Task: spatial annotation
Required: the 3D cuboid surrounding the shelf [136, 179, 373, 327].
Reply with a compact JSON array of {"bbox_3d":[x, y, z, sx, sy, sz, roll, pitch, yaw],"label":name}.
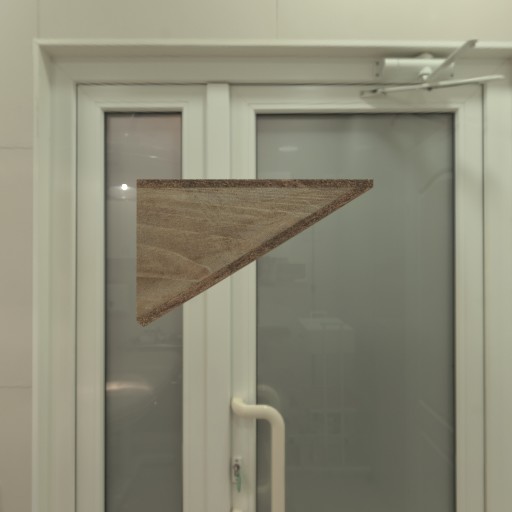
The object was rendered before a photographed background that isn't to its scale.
[{"bbox_3d":[0.000,0.000,0.678,0.200,0.125,0.610,0,0,0],"label":"shelf"}]
